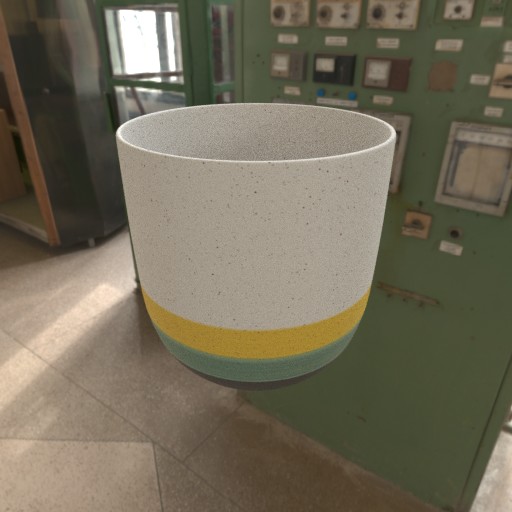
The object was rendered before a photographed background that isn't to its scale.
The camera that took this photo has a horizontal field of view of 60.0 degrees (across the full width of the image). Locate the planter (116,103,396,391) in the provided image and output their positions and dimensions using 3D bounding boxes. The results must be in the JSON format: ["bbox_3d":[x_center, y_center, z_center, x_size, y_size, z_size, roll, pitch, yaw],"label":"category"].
[{"bbox_3d":[0.000,0.000,0.369,0.195,0.214,0.195,0,28,0],"label":"planter"}]
